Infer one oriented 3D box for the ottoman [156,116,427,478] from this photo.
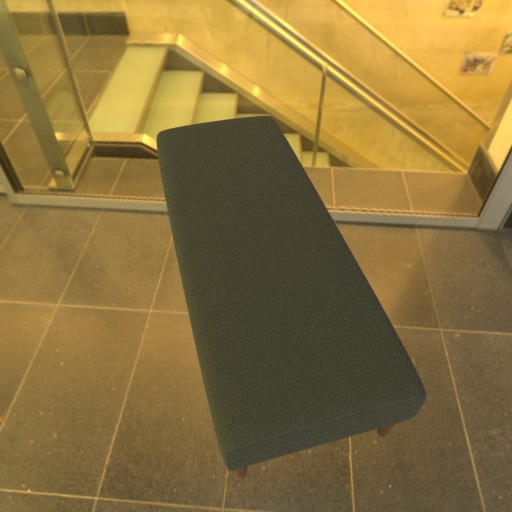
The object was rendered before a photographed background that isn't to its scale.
[{"bbox_3d":[0.000,0.000,1.864,0.646,0.393,1.609,-11,48,-10],"label":"ottoman"}]
